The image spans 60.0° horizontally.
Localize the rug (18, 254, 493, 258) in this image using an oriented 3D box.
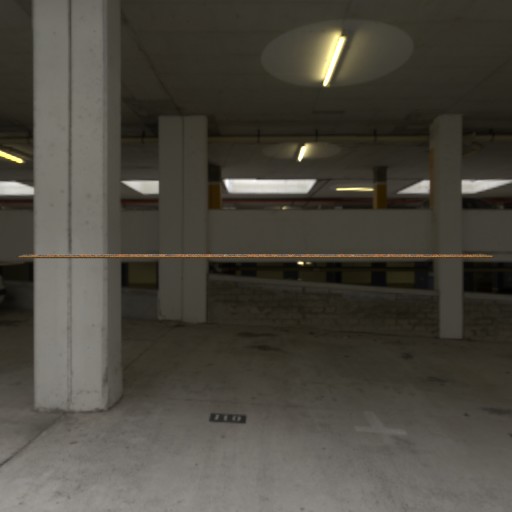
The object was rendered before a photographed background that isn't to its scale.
[{"bbox_3d":[0.000,0.000,2.207,1.758,0.013,1.148,0,0,0],"label":"rug"}]
